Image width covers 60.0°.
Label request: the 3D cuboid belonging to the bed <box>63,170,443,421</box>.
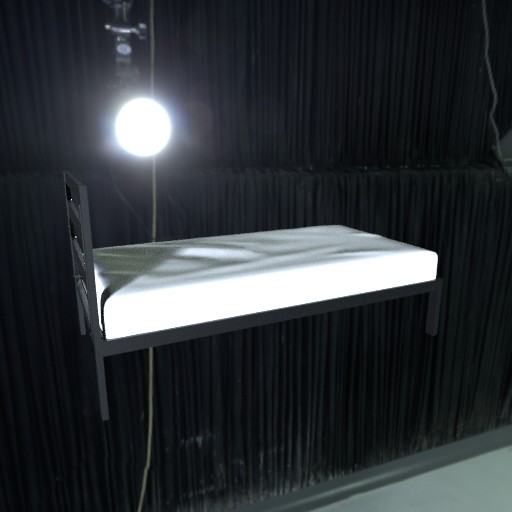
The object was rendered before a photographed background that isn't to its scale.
[{"bbox_3d":[0.000,0.000,2.558,1.930,0.967,0.991,-7,16,-25],"label":"bed"}]
